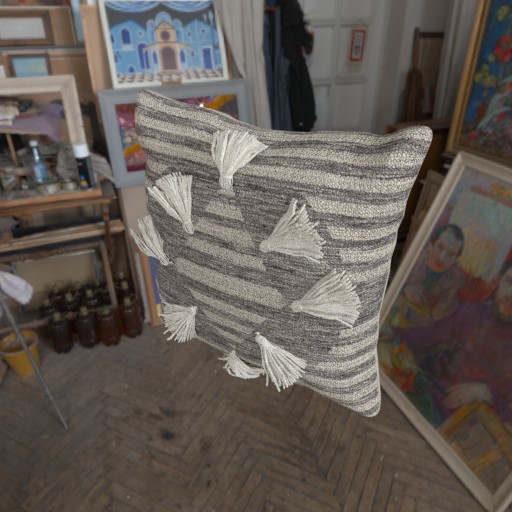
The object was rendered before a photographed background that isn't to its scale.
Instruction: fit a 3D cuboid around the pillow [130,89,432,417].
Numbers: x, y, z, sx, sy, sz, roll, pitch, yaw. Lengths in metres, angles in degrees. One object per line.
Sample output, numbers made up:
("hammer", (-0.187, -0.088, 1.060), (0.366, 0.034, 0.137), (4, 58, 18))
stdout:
("pillow", (0.000, 0.000, 0.745), (0.484, 0.490, 0.234), (17, 34, 28))
